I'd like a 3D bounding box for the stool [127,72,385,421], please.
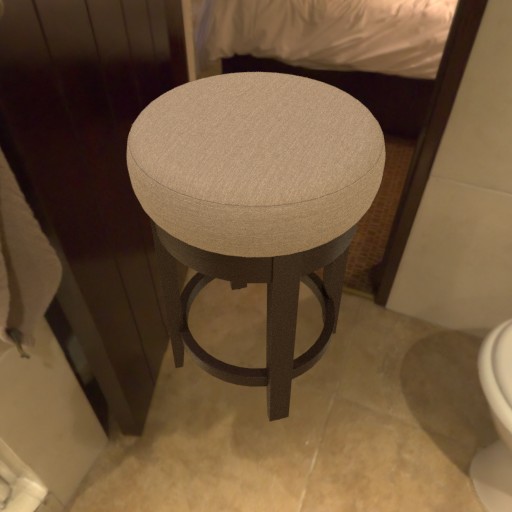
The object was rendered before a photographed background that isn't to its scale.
[{"bbox_3d":[0.000,0.000,0.966,0.443,0.672,0.443,0,45,0],"label":"stool"}]
